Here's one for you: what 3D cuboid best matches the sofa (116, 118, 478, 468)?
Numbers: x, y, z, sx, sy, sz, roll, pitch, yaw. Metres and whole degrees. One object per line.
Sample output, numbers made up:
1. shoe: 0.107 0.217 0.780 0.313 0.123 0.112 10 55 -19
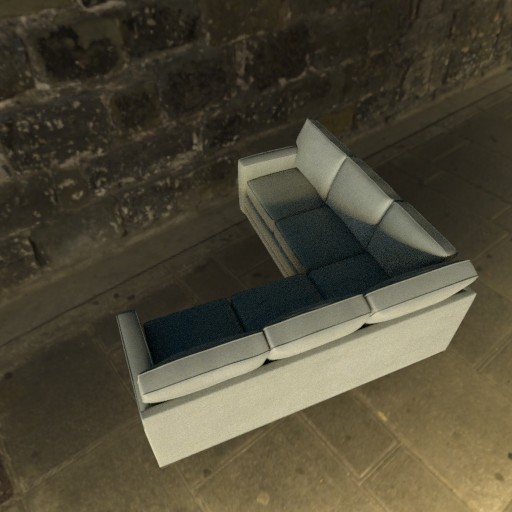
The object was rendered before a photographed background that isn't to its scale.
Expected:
1. sofa: 0.000 0.000 3.415 2.211 0.936 2.188 -17 48 -16
